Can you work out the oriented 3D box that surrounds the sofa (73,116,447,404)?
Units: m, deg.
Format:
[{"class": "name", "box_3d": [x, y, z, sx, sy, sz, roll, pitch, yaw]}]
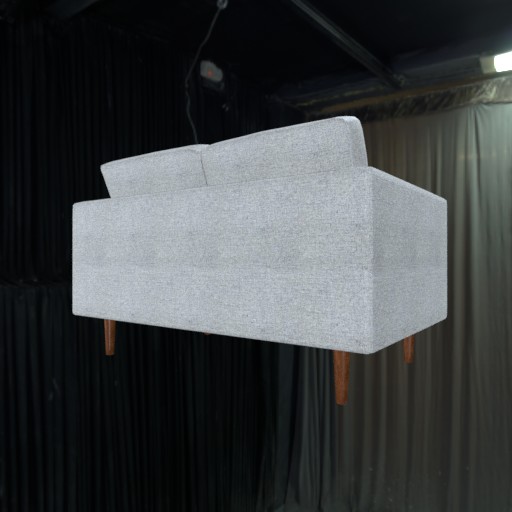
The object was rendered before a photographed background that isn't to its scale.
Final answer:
[{"class": "sofa", "box_3d": [0.000, 0.000, 2.115, 1.527, 0.973, 0.969, 0, 0, 36]}]
